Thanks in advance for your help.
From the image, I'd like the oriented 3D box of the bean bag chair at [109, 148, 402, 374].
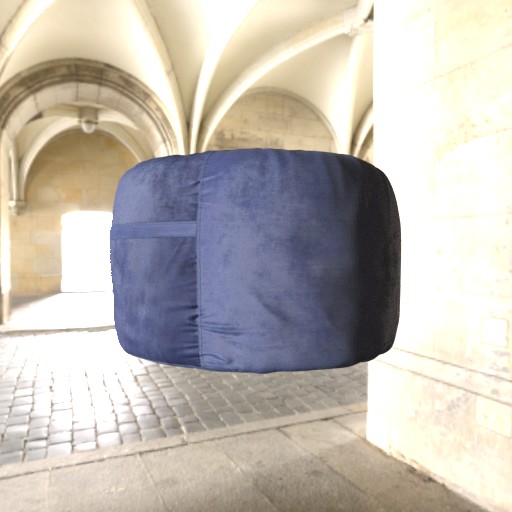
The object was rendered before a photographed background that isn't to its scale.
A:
[{"bbox_3d":[0.000,0.000,1.955,1.219,0.762,1.219,0,1,0],"label":"bean bag chair"}]
